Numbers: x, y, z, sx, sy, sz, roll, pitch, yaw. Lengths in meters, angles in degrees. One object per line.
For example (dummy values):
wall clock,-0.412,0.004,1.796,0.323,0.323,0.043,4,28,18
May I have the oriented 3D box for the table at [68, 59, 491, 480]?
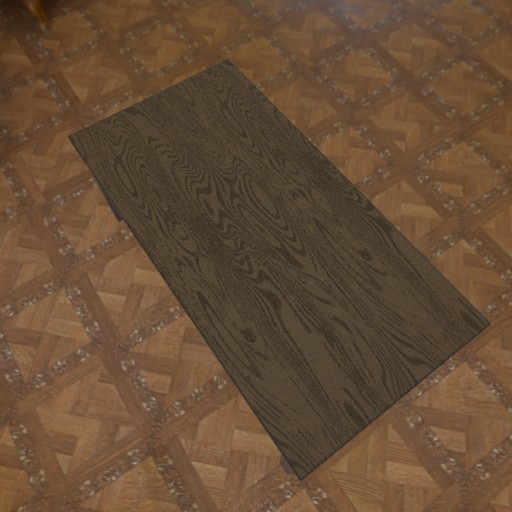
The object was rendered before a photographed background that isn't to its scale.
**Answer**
table,0.000,0.000,2.430,1.016,0.762,1.981,-32,67,-15
